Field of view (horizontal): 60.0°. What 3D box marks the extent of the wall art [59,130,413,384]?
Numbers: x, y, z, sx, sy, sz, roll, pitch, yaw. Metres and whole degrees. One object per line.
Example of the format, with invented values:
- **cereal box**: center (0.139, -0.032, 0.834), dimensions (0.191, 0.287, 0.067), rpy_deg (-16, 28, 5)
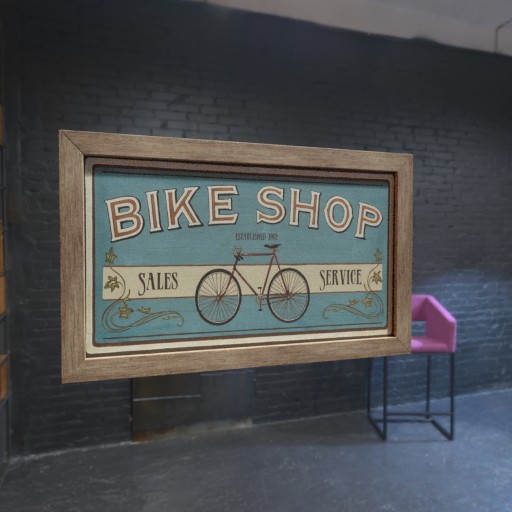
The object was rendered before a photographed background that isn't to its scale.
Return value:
- **wall art**: center (0.000, 0.000, 0.961), dimensions (0.780, 0.480, 0.021), rpy_deg (0, 2, -17)
